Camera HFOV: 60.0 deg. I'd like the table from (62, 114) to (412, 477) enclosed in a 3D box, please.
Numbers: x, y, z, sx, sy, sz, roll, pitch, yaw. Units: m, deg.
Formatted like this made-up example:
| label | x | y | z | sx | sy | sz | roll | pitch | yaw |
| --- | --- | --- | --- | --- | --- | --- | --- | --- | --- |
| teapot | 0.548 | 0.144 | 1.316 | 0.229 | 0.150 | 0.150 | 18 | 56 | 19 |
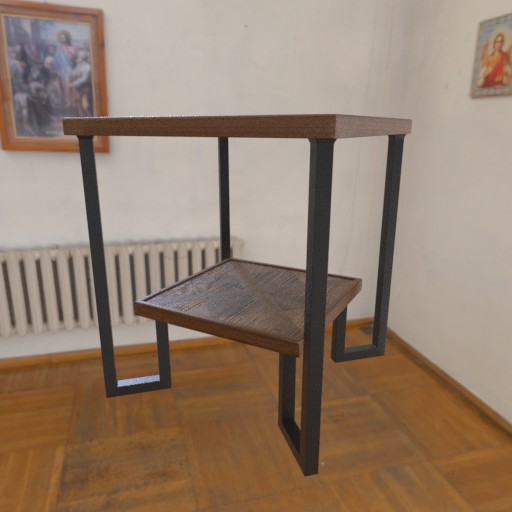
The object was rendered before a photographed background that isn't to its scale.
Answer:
| label | x | y | z | sx | sy | sz | roll | pitch | yaw |
| --- | --- | --- | --- | --- | --- | --- | --- | --- | --- |
| table | 0.000 | 0.000 | 0.951 | 0.503 | 0.563 | 0.503 | 9 | 18 | 28 |
